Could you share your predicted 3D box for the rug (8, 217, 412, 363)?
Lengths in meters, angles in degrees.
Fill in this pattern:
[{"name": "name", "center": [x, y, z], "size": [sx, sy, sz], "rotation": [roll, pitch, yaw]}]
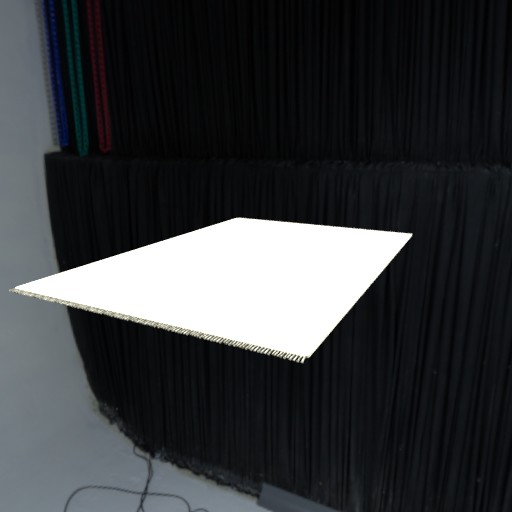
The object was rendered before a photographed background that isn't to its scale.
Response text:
[{"name": "rug", "center": [0.000, 0.000, 2.733], "size": [1.514, 0.011, 2.233], "rotation": [8, 17, 27]}]
